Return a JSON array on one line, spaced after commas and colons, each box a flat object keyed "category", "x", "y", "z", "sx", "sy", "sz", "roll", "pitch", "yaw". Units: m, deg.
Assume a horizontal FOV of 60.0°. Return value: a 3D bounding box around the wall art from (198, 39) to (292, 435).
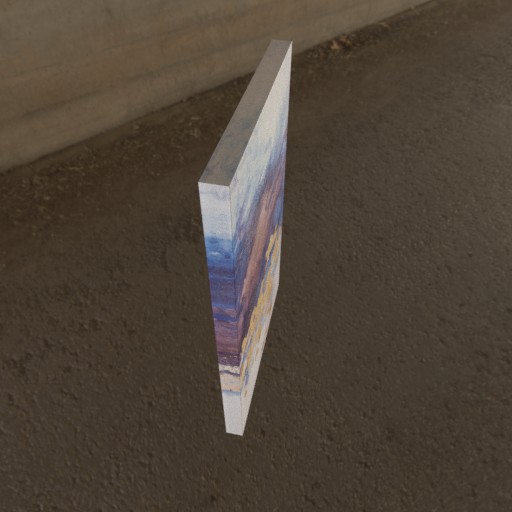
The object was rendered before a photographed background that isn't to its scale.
[{"category": "wall art", "x": 0.000, "y": 0.000, "z": 1.158, "sx": 0.048, "sy": 0.874, "sz": 0.583, "roll": 9, "pitch": 46, "yaw": 9}]
